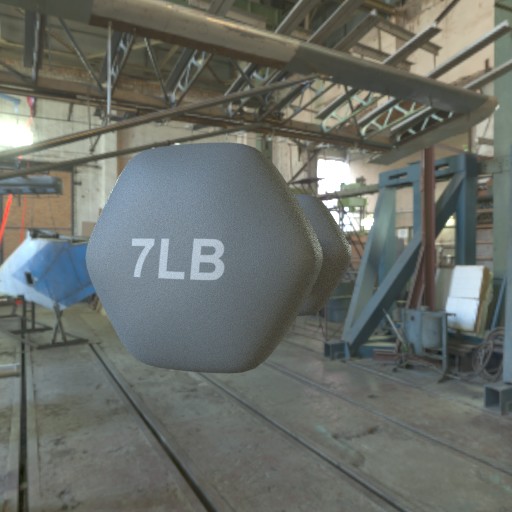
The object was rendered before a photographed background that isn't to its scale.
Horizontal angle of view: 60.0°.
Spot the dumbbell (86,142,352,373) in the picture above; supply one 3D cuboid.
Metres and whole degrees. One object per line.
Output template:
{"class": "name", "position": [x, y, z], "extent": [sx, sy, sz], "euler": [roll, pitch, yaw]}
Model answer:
{"class": "dumbbell", "position": [0.000, 0.000, 0.232], "extent": [0.090, 0.081, 0.184], "euler": [0, 1, 17]}
